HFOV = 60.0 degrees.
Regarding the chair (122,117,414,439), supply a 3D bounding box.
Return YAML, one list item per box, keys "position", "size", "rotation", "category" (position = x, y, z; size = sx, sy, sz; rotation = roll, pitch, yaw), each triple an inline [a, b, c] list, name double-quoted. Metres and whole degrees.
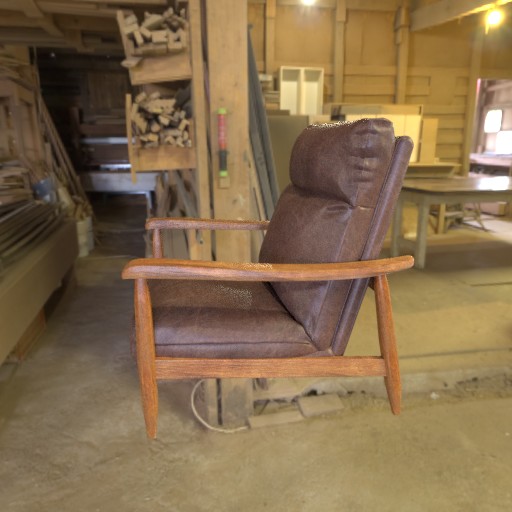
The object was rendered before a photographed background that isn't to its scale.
- position: [0.000, 0.000, 1.540]
  size: [0.830, 0.897, 0.782]
  rotation: [-2, 15, -8]
  category: "chair"
